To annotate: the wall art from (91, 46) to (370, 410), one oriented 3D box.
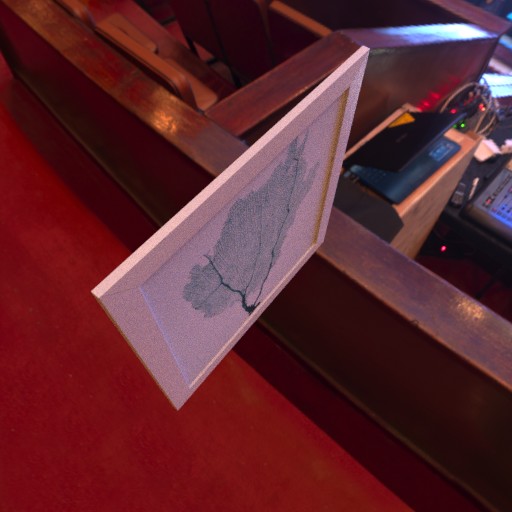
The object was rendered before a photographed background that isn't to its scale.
[{"bbox_3d":[0.000,0.000,0.852,0.015,0.577,0.572,35,65,19],"label":"wall art"}]
